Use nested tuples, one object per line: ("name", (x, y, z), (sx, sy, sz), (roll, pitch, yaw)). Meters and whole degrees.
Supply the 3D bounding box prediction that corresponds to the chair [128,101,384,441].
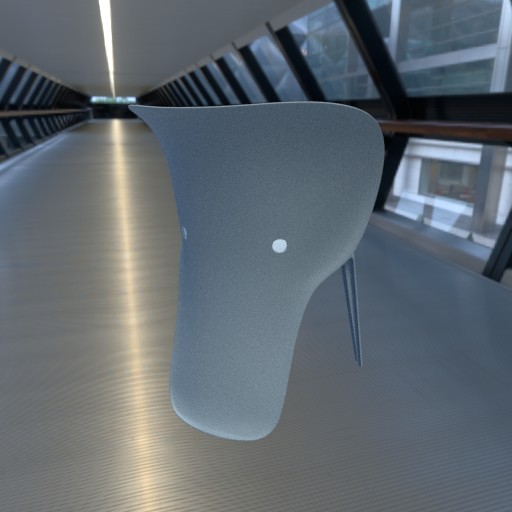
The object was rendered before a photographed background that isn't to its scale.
("chair", (0.000, 0.000, 0.864), (0.451, 0.554, 0.402), (9, 19, 26))
